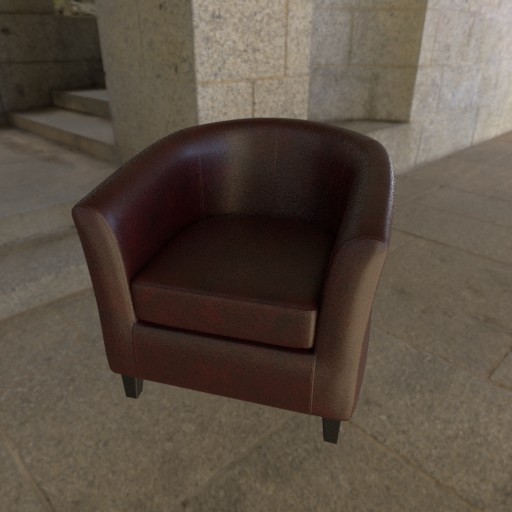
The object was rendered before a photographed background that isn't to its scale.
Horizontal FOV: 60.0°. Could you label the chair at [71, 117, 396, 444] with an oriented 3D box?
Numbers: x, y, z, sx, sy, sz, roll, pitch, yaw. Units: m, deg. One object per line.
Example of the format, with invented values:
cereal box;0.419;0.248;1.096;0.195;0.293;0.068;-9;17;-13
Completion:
chair;0.000;0.000;1.422;0.792;0.756;0.727;7;27;14
